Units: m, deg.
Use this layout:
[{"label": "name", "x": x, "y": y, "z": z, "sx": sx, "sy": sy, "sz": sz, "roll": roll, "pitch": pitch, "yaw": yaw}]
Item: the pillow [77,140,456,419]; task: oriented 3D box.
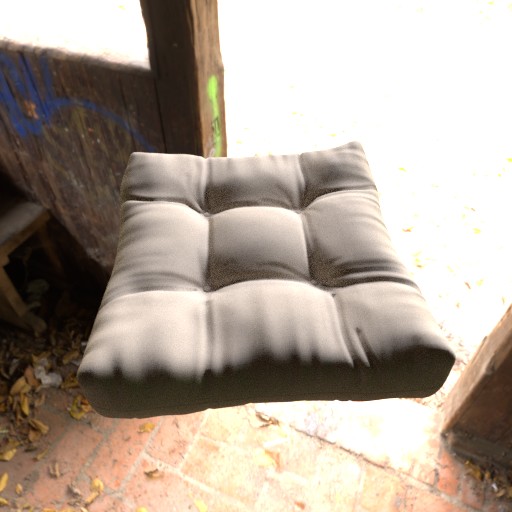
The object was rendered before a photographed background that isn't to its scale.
[{"label": "pillow", "x": 0.000, "y": 0.000, "z": 0.708, "sx": 0.468, "sy": 0.128, "sz": 0.490, "roll": -3, "pitch": 46, "yaw": -3}]
